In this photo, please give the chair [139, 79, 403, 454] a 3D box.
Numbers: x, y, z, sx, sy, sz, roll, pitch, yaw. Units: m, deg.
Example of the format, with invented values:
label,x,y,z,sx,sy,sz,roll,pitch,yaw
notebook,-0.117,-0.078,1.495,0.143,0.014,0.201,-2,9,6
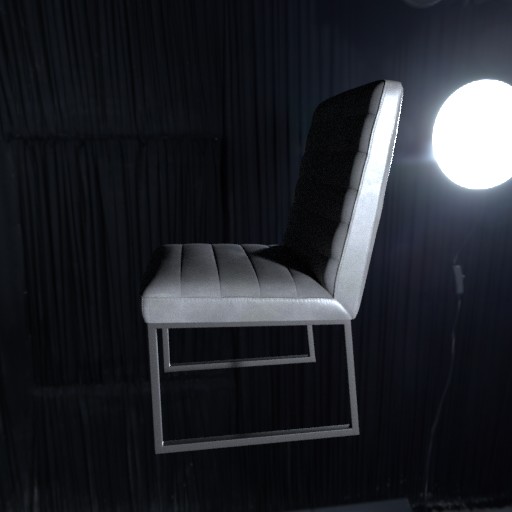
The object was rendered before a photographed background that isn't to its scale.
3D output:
label,x,y,z,sx,sy,sz,roll,pitch,yaw
chair,0.000,0.000,1.310,0.634,0.930,0.520,-2,13,-8
